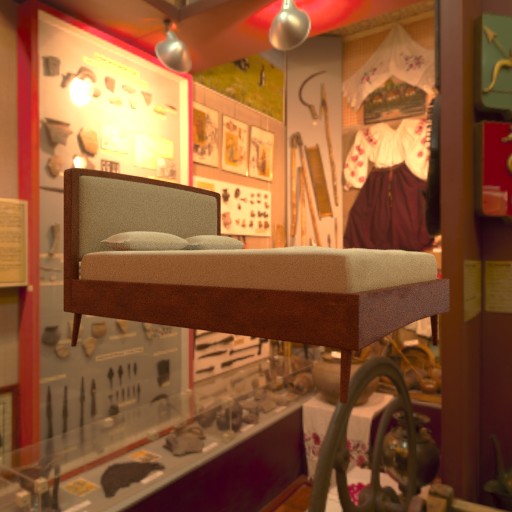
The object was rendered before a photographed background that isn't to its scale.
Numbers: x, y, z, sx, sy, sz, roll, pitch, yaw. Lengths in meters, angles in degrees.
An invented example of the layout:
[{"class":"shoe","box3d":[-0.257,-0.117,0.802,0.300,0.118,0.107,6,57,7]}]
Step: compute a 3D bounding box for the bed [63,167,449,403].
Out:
[{"class":"bed","box3d":[0.000,0.000,3.111,2.196,1.275,1.587,0,0,36]}]
